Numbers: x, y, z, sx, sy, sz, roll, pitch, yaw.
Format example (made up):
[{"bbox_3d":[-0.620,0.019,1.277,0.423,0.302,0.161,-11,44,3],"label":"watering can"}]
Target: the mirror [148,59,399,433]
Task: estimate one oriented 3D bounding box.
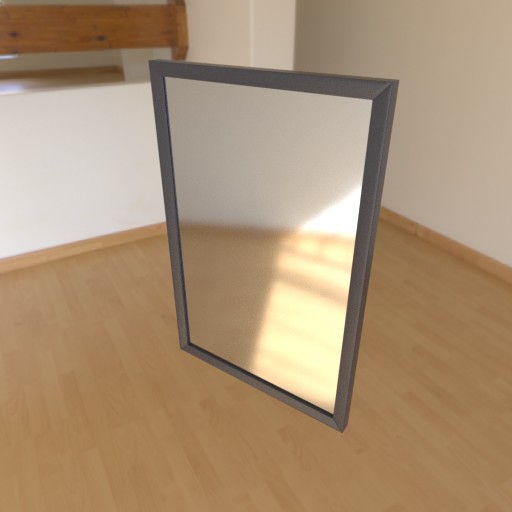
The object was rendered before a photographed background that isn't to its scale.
[{"bbox_3d":[0.000,0.000,1.166,0.609,0.915,0.040,19,35,30],"label":"mirror"}]
